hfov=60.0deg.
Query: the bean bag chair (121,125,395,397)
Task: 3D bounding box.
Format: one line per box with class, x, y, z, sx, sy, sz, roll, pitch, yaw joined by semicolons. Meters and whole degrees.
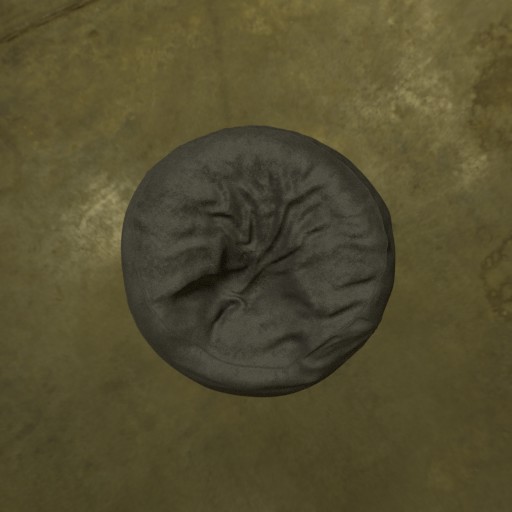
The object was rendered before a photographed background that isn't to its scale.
bean bag chair;0.000;0.000;2.488;1.525;0.751;1.525;0;76;0
